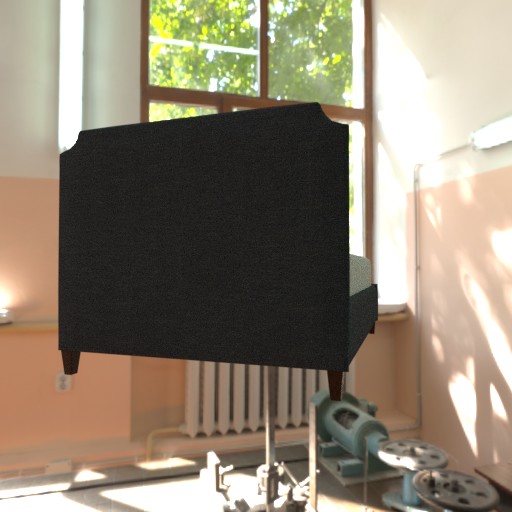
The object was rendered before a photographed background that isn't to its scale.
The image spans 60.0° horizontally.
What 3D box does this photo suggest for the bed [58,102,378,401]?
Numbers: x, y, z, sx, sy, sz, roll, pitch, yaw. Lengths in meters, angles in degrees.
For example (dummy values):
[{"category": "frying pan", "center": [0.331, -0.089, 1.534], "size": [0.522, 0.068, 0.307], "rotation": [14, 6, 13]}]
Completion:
[{"category": "bed", "center": [0.000, 0.000, 3.444], "size": [1.713, 1.443, 2.372], "rotation": [-1, -2, 19]}]
